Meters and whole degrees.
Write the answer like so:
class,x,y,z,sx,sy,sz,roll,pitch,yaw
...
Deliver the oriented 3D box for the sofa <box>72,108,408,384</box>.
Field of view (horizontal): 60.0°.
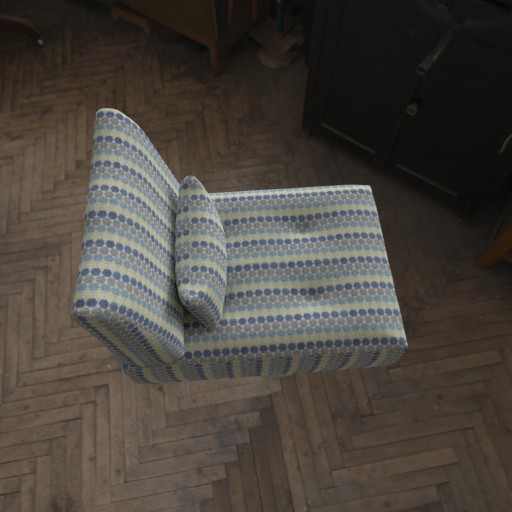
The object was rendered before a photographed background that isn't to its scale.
class,x,y,z,sx,sy,sz,roll,pitch,yaw
sofa,0.000,0.000,1.564,1.000,0.820,0.700,-4,63,-2
